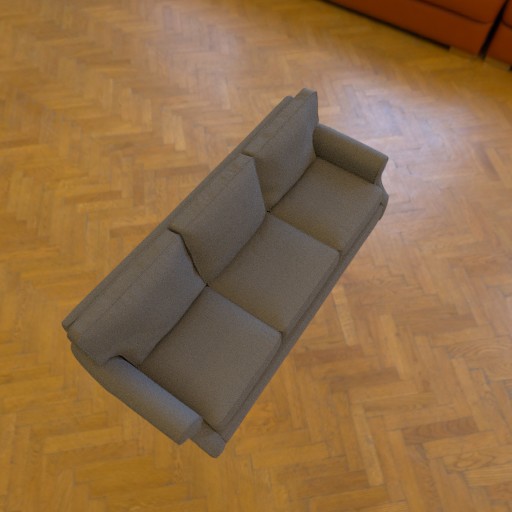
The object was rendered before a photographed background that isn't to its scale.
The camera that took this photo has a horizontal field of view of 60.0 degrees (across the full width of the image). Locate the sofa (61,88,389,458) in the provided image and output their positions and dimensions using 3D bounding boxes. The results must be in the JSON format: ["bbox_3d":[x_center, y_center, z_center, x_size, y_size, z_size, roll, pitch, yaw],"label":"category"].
[{"bbox_3d":[0.000,0.000,2.871,0.966,0.948,2.353,31,63,17],"label":"sofa"}]
